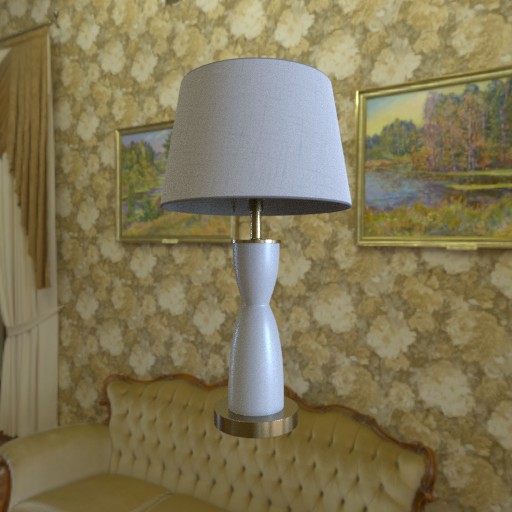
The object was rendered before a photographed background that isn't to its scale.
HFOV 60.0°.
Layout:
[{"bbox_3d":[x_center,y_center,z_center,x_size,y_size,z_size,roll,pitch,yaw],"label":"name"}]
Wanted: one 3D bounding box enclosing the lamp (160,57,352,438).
[{"bbox_3d":[0.000,0.000,0.729,0.309,0.545,0.309,0,1,0],"label":"lamp"}]
